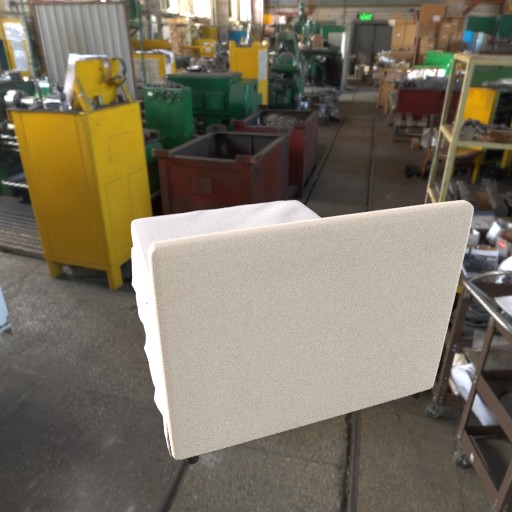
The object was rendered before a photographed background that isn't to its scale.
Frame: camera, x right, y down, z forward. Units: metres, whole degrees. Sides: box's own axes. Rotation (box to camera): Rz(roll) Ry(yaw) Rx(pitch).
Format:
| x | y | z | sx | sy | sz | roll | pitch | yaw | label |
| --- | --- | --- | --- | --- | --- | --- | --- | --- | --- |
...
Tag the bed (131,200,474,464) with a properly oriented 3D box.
| x | y | z | sx | sy | sz | roll | pitch | yaw | label |
| --- | --- | --- | --- | --- | --- | --- | --- | --- | --- |
| 0.000 | 0.000 | 3.194 | 1.713 | 1.330 | 2.142 | -9 | 28 | -17 | bed |
